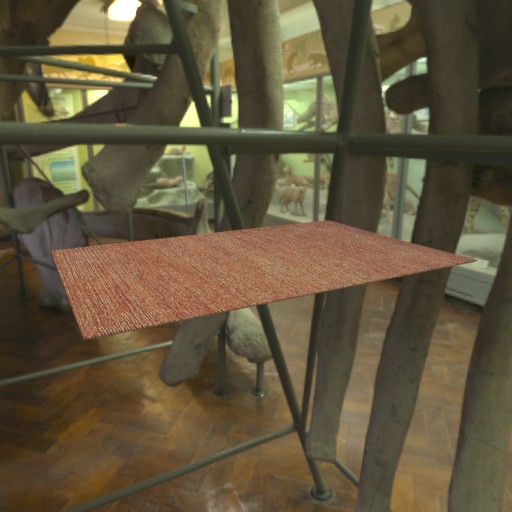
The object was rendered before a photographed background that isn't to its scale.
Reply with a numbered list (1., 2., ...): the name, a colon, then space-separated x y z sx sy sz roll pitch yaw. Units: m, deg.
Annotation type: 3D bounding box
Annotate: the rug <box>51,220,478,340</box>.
1. rug: 0.000 0.000 2.157 1.747 0.011 1.139 -8 17 -27
